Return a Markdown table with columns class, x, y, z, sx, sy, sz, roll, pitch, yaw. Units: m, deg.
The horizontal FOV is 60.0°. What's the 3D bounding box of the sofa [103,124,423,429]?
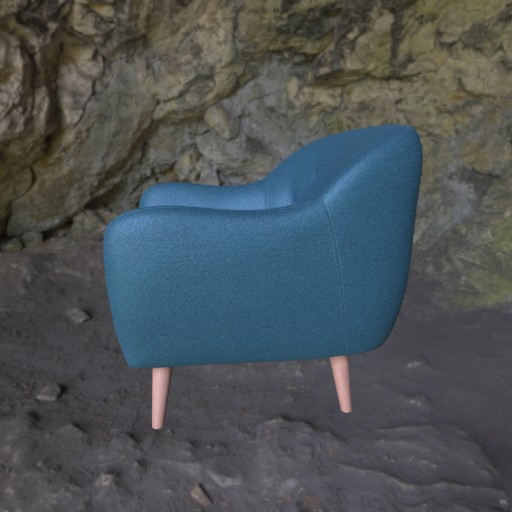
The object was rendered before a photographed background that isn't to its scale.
| class | x | y | z | sx | sy | sz | roll | pitch | yaw |
| --- | --- | --- | --- | --- | --- | --- | --- | --- | --- |
| sofa | 0.000 | 0.000 | 1.437 | 0.825 | 0.817 | 0.836 | -2 | 13 | -8 |
